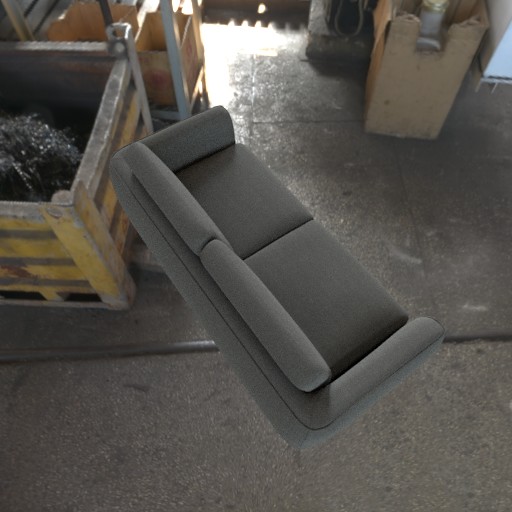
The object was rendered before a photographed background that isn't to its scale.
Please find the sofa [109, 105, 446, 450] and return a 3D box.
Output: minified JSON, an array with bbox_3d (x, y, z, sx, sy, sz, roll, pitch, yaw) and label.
[{"bbox_3d":[0.000,0.000,2.541,0.920,0.850,2.000,-31,63,-18],"label":"sofa"}]
